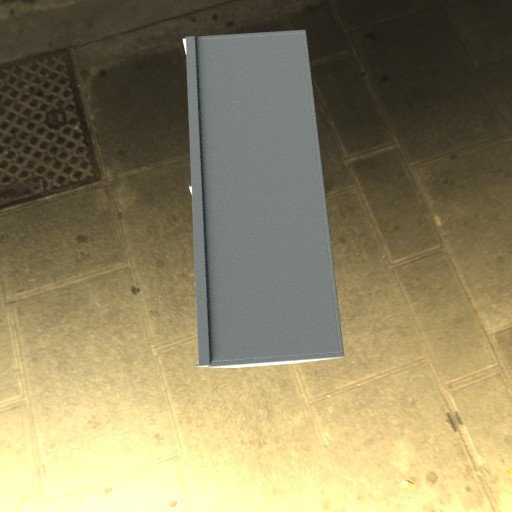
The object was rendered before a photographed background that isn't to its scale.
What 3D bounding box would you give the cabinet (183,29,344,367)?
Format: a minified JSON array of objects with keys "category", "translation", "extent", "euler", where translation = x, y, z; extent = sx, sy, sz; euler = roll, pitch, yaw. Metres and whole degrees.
[{"category":"cabinet","translation":[0.000,0.000,2.613],"extent":[0.480,2.160,1.250],"euler":[-4,76,-1]}]
